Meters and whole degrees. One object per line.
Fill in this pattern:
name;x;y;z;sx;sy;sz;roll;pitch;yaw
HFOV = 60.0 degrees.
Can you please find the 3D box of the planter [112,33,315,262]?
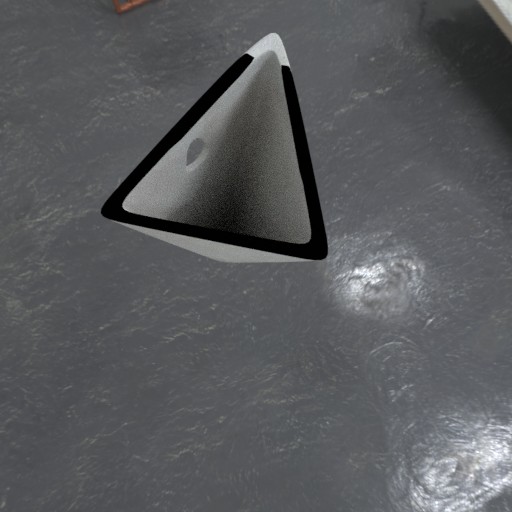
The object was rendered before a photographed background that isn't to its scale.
planter;0.000;0.000;0.155;0.047;0.130;0.058;42;79;10
